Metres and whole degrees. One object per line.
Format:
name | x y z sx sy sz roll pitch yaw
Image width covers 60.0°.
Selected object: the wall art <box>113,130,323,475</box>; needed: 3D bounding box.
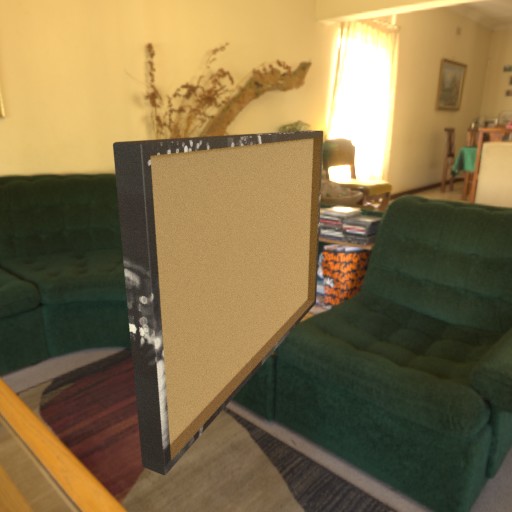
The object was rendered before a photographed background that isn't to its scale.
wall art | 0.000 0.000 0.767 0.037 0.406 0.609 8 19 24
